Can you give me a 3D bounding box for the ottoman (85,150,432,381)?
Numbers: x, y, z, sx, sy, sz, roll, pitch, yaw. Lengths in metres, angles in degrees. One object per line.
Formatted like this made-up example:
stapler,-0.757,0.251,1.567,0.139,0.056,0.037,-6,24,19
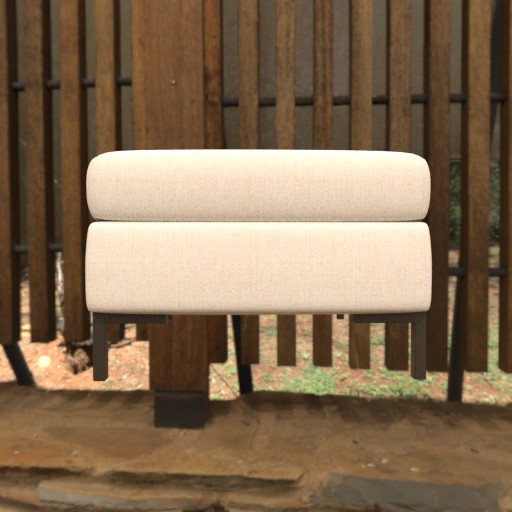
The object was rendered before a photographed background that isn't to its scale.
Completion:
ottoman,0.000,0.000,1.190,0.657,0.453,0.794,0,1,-1
